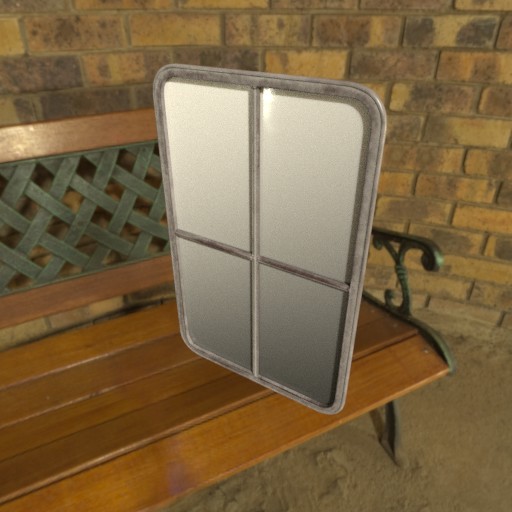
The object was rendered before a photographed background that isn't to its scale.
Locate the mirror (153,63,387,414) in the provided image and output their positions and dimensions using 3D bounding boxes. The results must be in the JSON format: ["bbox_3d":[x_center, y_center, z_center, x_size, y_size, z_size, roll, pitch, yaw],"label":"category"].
[{"bbox_3d":[0.000,0.000,0.914,0.461,0.713,0.024,18,35,27],"label":"mirror"}]
